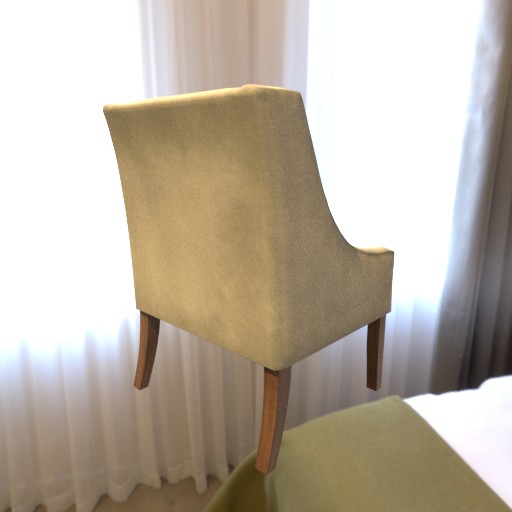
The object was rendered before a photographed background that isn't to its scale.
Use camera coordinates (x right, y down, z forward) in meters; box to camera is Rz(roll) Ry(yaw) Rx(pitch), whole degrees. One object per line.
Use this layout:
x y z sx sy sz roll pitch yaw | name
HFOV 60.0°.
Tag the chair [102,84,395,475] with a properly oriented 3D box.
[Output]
0.000 0.000 1.356 0.629 0.895 0.629 13 19 42 | chair
